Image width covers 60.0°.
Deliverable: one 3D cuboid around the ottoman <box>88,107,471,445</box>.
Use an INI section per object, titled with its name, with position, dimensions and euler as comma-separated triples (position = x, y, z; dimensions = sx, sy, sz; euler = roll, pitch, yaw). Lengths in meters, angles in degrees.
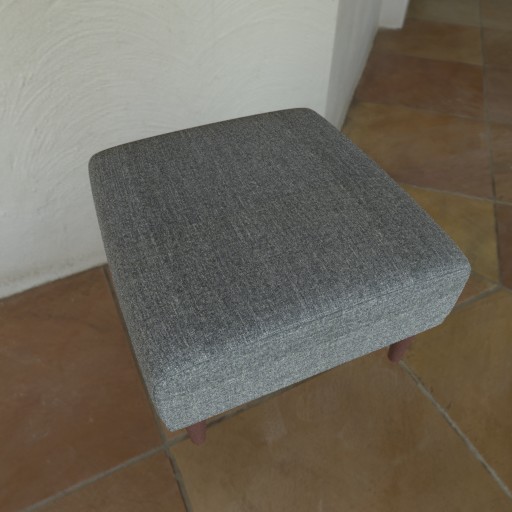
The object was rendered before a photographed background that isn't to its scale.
[ottoman]
position = 0.000, 0.000, 1.058
dimensions = 0.648, 0.399, 0.655
euler = -17, 48, -16
